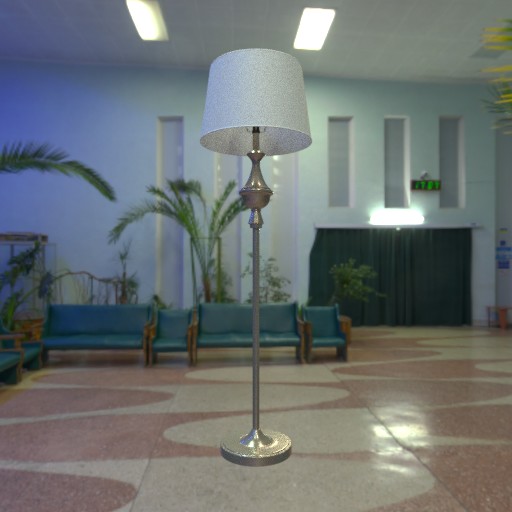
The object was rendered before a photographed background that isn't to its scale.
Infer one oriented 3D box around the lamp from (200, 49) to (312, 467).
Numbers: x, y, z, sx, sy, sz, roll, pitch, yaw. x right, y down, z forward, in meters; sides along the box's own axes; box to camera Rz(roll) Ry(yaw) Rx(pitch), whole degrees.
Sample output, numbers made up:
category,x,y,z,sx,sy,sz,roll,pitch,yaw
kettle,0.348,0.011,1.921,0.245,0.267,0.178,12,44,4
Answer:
category,x,y,z,sx,sy,sz,roll,pitch,yaw
lamp,0.000,0.000,1.705,0.431,1.488,0.431,0,-1,0
